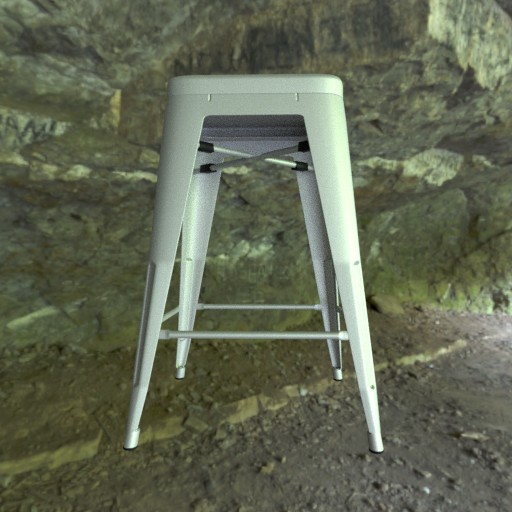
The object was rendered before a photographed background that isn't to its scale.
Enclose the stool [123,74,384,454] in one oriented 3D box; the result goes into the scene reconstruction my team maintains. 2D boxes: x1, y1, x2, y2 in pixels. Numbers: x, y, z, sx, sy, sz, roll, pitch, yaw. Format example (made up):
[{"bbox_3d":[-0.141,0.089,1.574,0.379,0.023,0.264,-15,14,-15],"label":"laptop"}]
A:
[{"bbox_3d":[0.000,0.000,0.887,0.410,0.608,0.410,0,0,2],"label":"stool"}]
